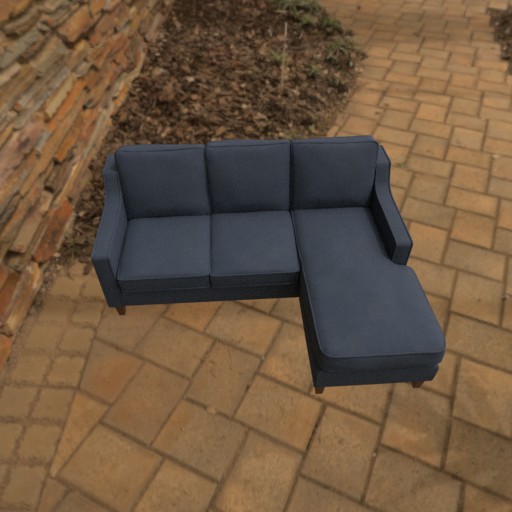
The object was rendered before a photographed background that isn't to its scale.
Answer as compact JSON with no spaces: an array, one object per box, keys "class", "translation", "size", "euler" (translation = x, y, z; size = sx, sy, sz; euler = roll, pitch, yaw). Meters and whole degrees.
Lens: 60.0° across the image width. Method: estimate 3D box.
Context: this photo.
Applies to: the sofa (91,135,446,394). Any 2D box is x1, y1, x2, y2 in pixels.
[{"class":"sofa","translation":[0.000,0.000,3.301],"size":[2.317,1.066,1.858],"euler":[-3,45,-3]}]
